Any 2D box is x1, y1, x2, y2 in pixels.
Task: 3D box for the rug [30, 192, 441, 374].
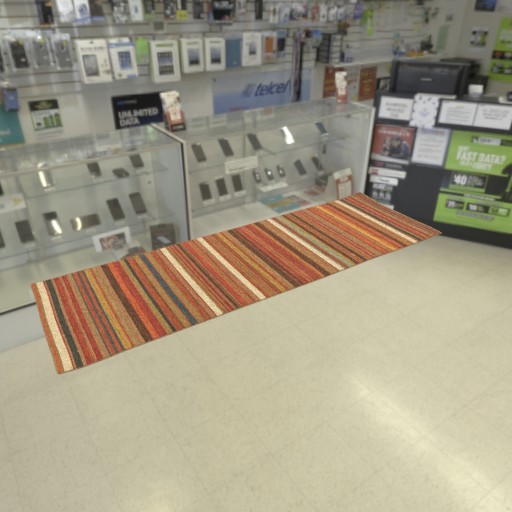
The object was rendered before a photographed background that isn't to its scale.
[{"bbox_3d":[0.000,0.000,2.701,2.444,0.030,0.799,-17,35,-27],"label":"rug"}]
